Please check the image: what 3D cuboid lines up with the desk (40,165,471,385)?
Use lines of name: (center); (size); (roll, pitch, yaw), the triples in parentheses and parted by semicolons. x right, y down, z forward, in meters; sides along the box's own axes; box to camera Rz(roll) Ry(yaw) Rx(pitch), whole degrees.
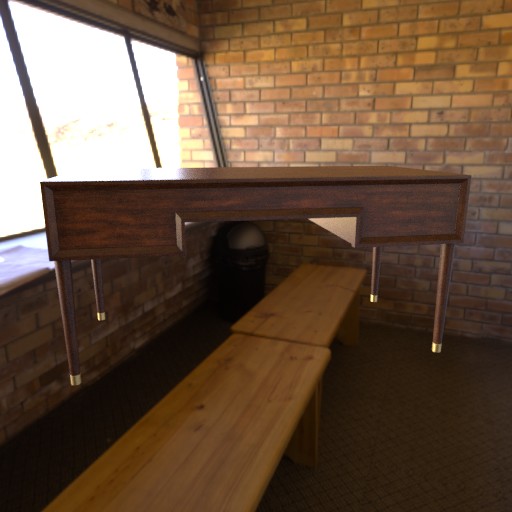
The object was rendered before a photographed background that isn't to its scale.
desk: (0.000, 0.000, 2.030); (1.575, 0.762, 0.724); (-3, 15, -10)
